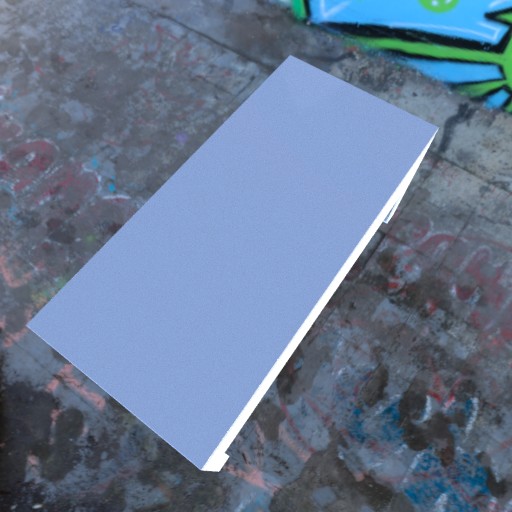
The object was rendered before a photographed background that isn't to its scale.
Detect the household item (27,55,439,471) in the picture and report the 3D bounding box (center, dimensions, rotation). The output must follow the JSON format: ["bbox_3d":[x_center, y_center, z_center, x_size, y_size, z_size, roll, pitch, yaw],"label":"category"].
[{"bbox_3d":[0.000,0.000,2.117,0.800,0.745,1.700,33,68,15],"label":"household item"}]
